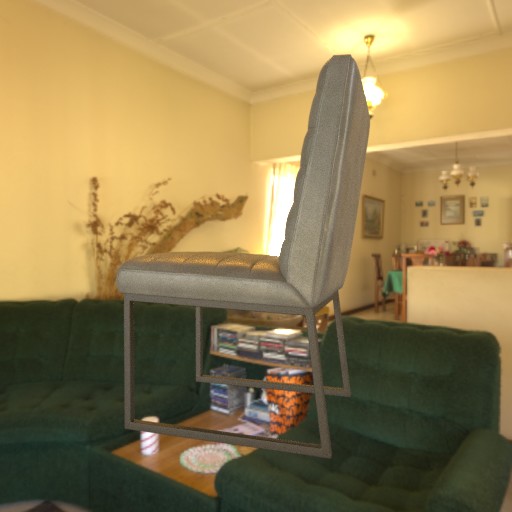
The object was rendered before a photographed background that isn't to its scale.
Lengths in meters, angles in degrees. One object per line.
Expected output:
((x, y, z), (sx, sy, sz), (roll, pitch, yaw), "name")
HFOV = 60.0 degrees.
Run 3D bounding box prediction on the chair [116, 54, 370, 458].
((0.000, 0.000, 1.316), (0.634, 0.930, 0.520), (0, 1, 18), "chair")
